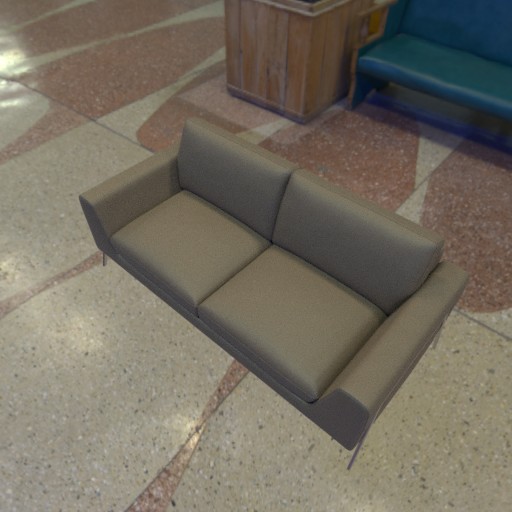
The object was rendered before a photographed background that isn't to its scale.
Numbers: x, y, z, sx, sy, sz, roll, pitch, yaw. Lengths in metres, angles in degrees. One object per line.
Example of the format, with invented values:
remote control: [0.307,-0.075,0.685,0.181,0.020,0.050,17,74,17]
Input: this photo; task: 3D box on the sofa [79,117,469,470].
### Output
sofa: [0.000,0.000,2.517,2.017,0.875,0.953,33,54,27]
